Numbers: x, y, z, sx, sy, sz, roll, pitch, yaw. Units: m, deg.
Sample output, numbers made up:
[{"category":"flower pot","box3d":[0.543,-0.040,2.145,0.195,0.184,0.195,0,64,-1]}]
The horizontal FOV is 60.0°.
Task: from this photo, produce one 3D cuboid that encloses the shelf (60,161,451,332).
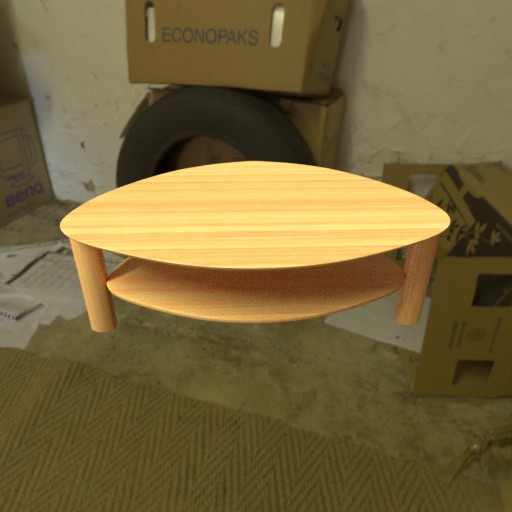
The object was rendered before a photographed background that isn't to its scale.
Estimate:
[{"category":"shelf","box3d":[0.000,0.000,1.648,1.246,0.440,0.845,-1,31,-2]}]
